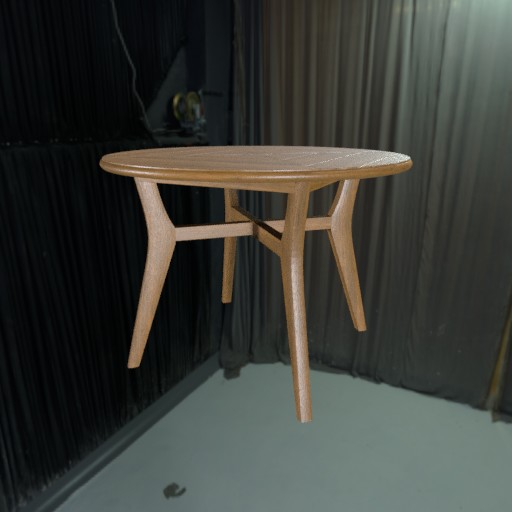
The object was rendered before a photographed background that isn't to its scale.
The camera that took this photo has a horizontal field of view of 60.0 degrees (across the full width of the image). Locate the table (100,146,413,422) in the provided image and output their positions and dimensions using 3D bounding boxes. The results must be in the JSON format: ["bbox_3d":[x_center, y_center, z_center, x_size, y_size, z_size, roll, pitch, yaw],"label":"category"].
[{"bbox_3d":[0.000,0.000,1.684,1.055,0.757,1.055,0,17,0],"label":"table"}]
